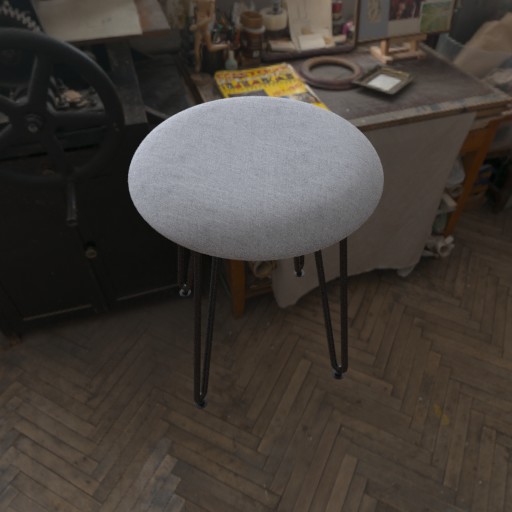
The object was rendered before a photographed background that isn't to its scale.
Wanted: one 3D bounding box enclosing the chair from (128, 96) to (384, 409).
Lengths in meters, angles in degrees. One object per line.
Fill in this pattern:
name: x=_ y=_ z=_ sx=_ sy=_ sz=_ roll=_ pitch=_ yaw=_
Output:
chair: x=0.000 y=0.000 z=0.661 sx=0.350 sy=0.386 sz=0.350 roll=25 pitch=51 yaw=22
